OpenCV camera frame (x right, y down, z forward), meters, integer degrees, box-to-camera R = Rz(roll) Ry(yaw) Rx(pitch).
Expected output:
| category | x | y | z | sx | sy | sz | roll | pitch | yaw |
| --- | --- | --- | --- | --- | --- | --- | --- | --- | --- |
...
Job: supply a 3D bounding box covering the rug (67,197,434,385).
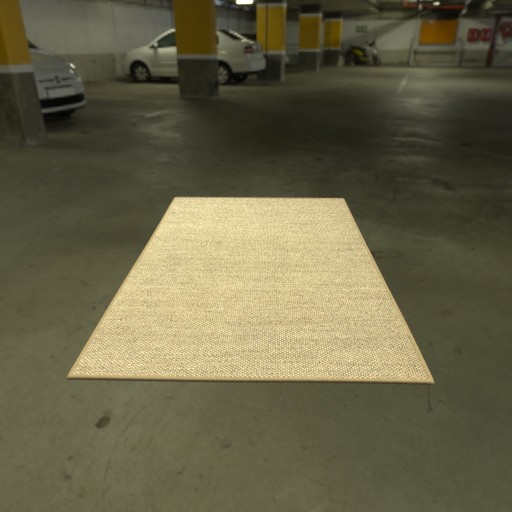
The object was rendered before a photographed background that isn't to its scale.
| category | x | y | z | sx | sy | sz | roll | pitch | yaw |
| --- | --- | --- | --- | --- | --- | --- | --- | --- | --- |
| rug | 0.000 | 0.000 | 2.018 | 1.062 | 0.013 | 1.667 | 1 | 26 | 1 |
